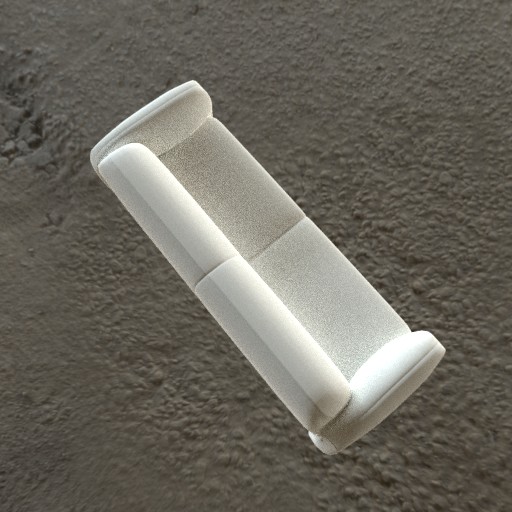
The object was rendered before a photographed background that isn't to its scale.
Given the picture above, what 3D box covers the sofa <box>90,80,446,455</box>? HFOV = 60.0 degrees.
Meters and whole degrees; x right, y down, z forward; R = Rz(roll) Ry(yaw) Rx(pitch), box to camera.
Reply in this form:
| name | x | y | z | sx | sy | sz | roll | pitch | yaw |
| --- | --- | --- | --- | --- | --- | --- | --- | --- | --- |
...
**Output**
| name | x | y | z | sx | sy | sz | roll | pitch | yaw |
| --- | --- | --- | --- | --- | --- | --- | --- | --- | --- |
| sofa | 0.000 | 0.000 | 2.694 | 0.870 | 0.780 | 2.280 | -39 | 78 | -10 |
